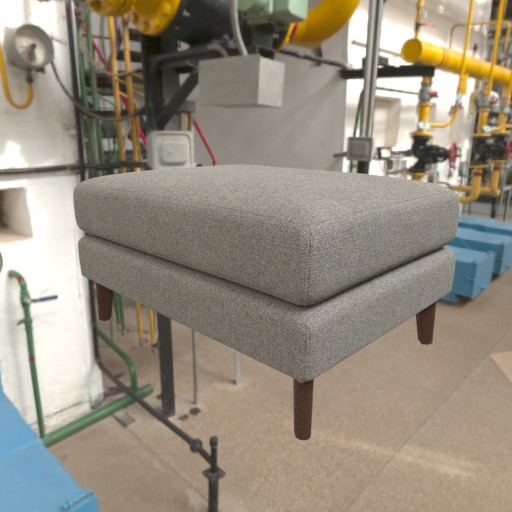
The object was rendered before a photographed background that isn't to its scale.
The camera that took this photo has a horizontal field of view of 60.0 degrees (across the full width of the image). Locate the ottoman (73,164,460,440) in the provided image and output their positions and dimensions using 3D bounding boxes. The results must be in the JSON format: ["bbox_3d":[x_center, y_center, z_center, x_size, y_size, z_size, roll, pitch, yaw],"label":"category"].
[{"bbox_3d":[0.000,0.000,1.173,0.821,0.441,0.611,15,22,42],"label":"ottoman"}]
